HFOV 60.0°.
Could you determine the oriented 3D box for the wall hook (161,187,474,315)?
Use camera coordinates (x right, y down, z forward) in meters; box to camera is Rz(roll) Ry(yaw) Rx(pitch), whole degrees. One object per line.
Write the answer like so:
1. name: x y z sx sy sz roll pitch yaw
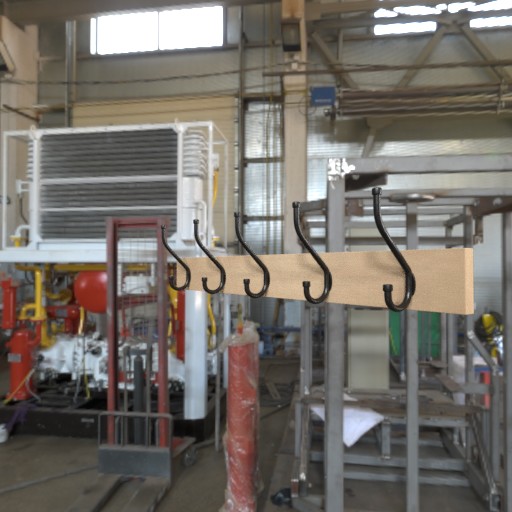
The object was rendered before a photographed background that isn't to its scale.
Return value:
1. wall hook: 0.000 0.000 0.613 0.071 0.117 0.571 1 -2 -36
